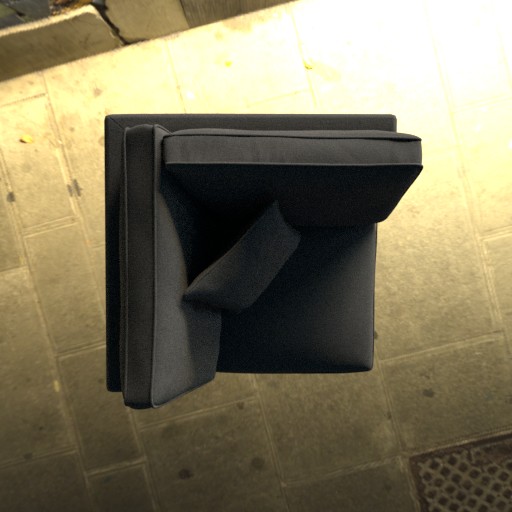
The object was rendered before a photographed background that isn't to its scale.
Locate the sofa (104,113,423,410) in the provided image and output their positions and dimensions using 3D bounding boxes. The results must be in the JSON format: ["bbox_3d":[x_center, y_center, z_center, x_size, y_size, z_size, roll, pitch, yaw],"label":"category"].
[{"bbox_3d":[0.000,0.000,1.982,1.146,1.002,1.084,0,91,0],"label":"sofa"}]
